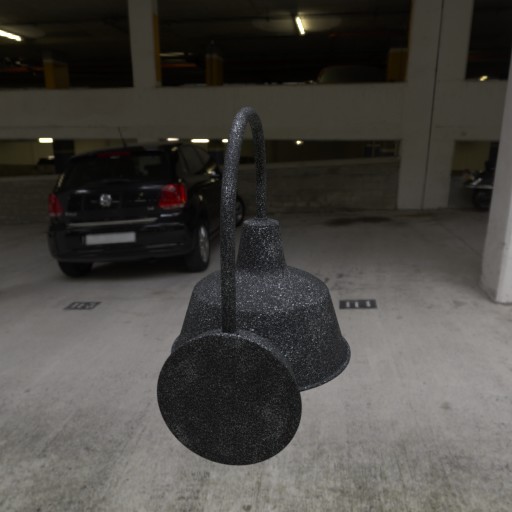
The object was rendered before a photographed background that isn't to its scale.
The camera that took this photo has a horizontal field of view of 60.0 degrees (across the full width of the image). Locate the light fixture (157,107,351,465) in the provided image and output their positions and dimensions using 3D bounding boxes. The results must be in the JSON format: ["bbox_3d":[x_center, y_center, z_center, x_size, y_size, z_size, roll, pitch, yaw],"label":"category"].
[{"bbox_3d":[0.000,0.000,0.478,0.216,0.300,0.283,3,15,9],"label":"light fixture"}]
